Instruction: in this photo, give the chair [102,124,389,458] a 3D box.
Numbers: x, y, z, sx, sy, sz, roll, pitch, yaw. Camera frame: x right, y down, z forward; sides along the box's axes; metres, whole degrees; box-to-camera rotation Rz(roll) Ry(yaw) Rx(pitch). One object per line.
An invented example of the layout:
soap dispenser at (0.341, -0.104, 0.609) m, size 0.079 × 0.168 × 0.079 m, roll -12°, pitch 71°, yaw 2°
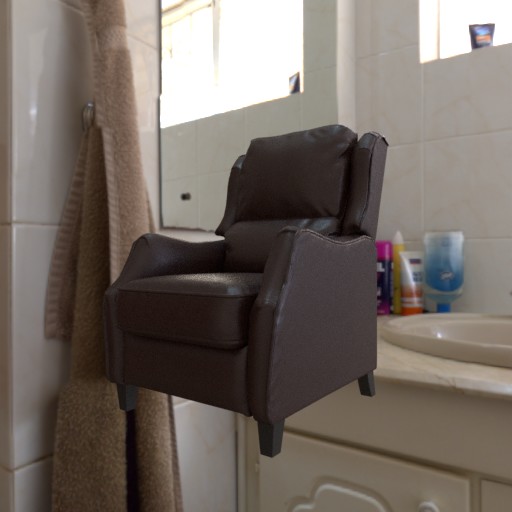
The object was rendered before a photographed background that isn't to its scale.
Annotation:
chair at (0.000, 0.000, 1.748) m, size 0.770 × 1.132 × 0.982 m, roll 0°, pitch 0°, yaw 36°
